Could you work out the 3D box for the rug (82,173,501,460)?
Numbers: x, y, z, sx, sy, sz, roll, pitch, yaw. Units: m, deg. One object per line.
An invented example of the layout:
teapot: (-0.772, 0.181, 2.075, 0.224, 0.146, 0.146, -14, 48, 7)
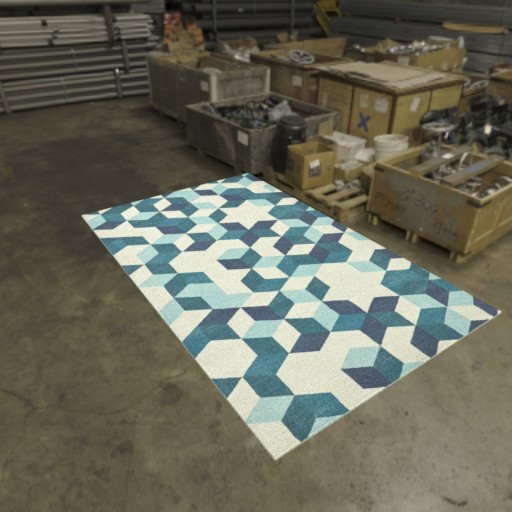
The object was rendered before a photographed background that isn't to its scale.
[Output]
rug: (0.000, 0.000, 2.862, 1.518, 0.015, 2.438, -20, 37, -29)
